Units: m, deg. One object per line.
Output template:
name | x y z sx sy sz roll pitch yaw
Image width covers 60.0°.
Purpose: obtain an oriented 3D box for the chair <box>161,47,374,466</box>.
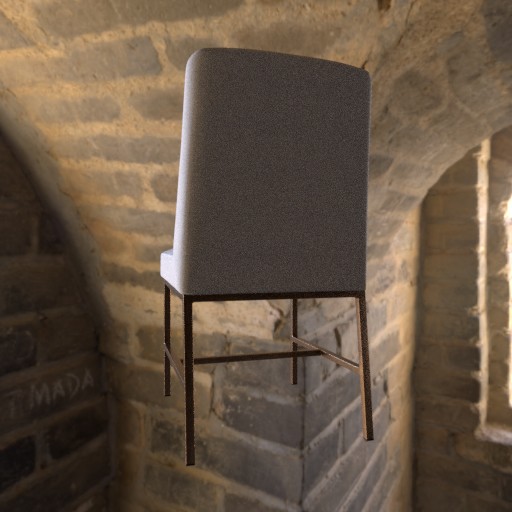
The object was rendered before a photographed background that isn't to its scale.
chair | 0.000 0.000 1.288 0.503 0.933 0.597 0 0 -17
